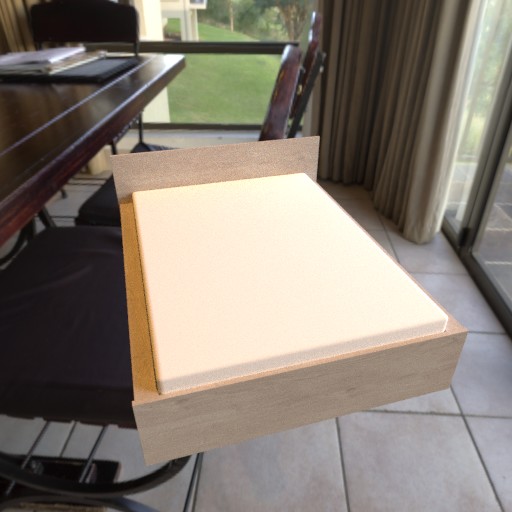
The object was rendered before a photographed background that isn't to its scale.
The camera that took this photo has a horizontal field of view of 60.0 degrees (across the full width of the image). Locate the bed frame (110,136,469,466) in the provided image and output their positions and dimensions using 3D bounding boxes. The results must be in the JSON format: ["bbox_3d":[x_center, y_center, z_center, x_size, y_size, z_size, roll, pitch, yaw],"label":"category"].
[{"bbox_3d":[0.000,0.000,2.803,1.622,0.800,1.960,-9,34,-14],"label":"bed frame"}]
